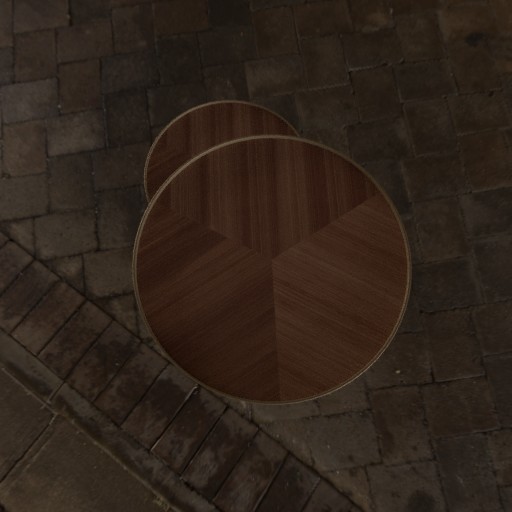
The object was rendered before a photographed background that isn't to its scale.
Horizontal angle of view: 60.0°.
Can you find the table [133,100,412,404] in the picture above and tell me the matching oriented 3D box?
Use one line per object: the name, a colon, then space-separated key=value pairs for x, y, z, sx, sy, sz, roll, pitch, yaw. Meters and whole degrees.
table: x=0.000 y=0.000 z=1.135 sx=0.532 sy=0.555 sz=0.751 roll=-21 pitch=76 yaw=-5
